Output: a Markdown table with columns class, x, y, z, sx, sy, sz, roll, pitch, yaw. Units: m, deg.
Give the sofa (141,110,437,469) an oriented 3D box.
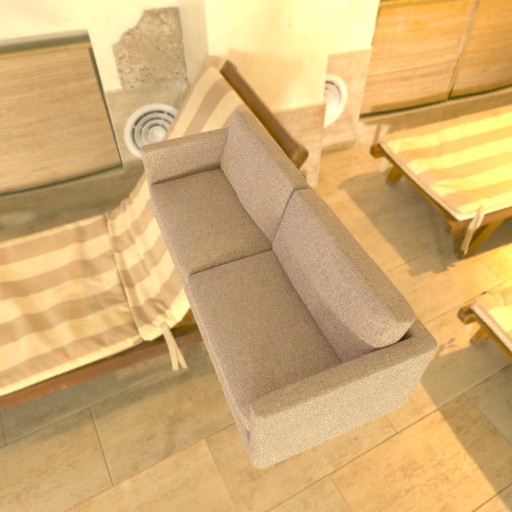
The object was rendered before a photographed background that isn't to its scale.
| class | x | y | z | sx | sy | sz | roll | pitch | yaw |
| --- | --- | --- | --- | --- | --- | --- | --- | --- | --- |
| sofa | 0.000 | 0.000 | 2.810 | 0.951 | 0.965 | 2.208 | -17 | 49 | -15 |
